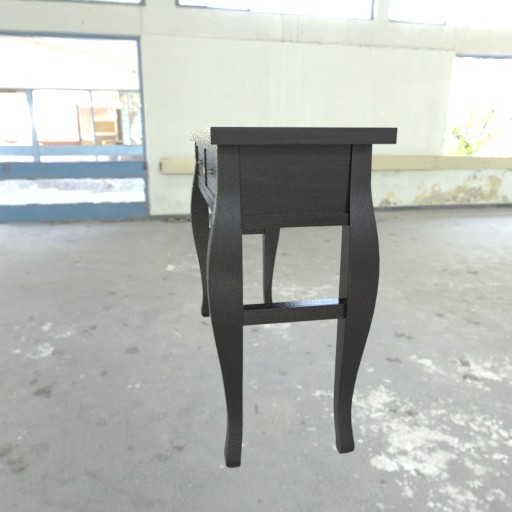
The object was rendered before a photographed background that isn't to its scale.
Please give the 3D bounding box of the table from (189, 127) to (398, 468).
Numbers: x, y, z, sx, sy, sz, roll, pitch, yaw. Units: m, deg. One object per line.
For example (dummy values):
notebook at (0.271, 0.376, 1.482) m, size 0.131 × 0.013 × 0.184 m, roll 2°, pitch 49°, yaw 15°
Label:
table at (0.000, 0.000, 1.415) m, size 0.373 × 0.768 × 1.062 m, roll -3°, pitch 15°, yaw -10°
